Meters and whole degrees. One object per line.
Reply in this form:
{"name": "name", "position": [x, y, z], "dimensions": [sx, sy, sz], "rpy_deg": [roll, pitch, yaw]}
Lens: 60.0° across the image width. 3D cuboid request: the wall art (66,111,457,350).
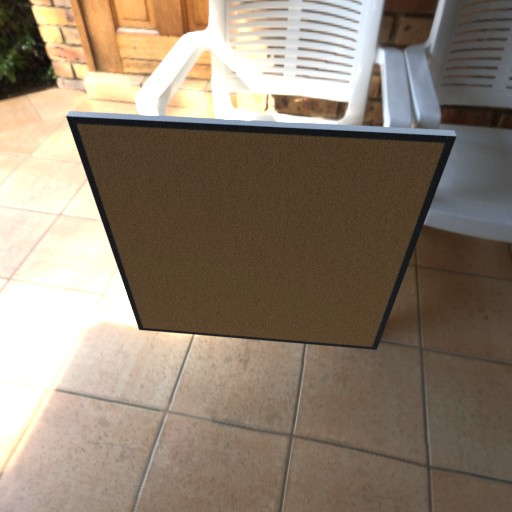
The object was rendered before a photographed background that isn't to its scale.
{"name": "wall art", "position": [0.000, 0.000, 1.209], "dimensions": [0.805, 0.803, 0.022], "rpy_deg": [4, 47, 4]}
